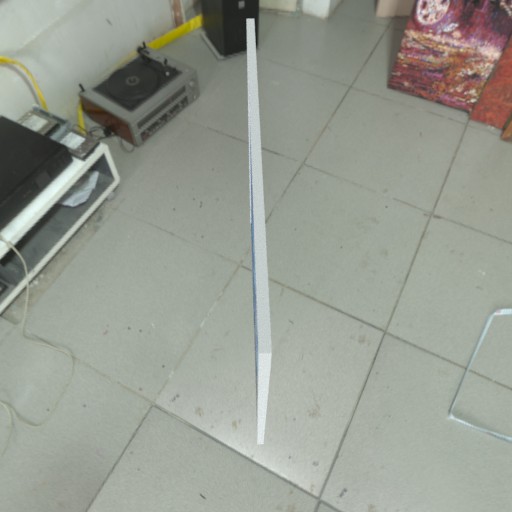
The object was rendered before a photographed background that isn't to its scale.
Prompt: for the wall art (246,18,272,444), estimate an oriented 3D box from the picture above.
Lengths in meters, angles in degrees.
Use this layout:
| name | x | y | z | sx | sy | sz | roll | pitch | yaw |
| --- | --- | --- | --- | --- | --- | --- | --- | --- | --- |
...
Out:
| name | x | y | z | sx | sy | sz | roll | pitch | yaw |
| --- | --- | --- | --- | --- | --- | --- | --- | --- | --- |
| wall art | 0.000 | 0.000 | 0.957 | 0.015 | 0.660 | 0.660 | -2 | 59 | -1 |
